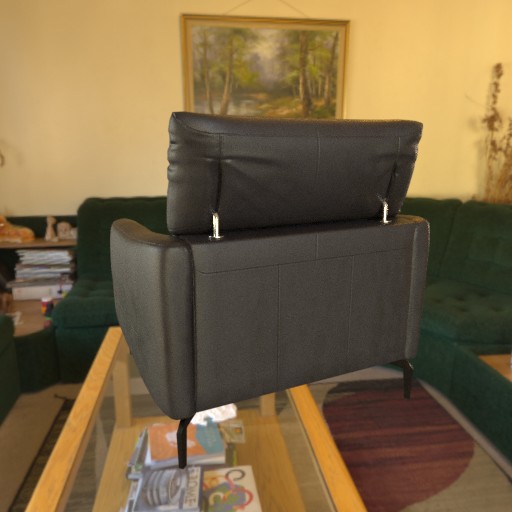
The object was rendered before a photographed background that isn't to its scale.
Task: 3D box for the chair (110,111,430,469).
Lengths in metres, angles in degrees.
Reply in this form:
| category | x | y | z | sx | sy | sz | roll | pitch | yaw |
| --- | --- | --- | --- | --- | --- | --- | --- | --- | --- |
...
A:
| category | x | y | z | sx | sy | sz | roll | pitch | yaw |
| --- | --- | --- | --- | --- | --- | --- | --- | --- | --- |
| chair | 0.000 | 0.000 | 1.632 | 0.976 | 0.949 | 0.809 | -7 | 15 | -24 |
